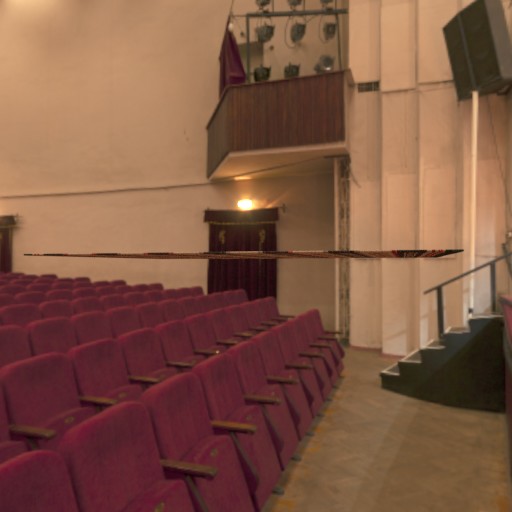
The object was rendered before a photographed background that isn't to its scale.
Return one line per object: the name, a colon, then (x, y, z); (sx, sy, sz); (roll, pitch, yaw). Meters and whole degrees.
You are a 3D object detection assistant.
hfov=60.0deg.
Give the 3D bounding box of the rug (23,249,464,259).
rug: (0.000, 0.000, 2.292); (1.825, 0.009, 1.221); (0, -1, 19)
